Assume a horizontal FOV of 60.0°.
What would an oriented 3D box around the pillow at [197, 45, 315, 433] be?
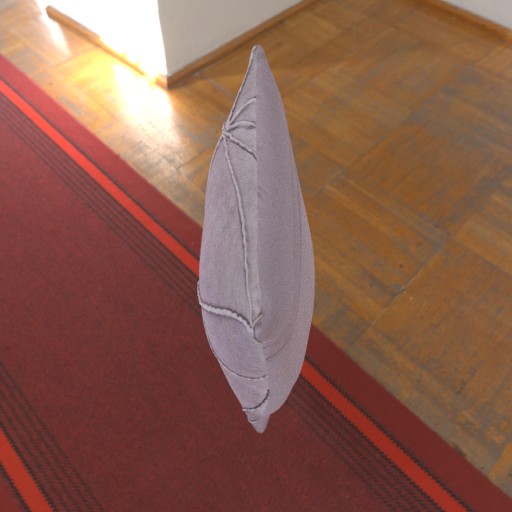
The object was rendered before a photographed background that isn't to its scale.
[{"bbox_3d":[0.000,0.000,0.686,0.185,0.440,0.439,0,58,0],"label":"pillow"}]
